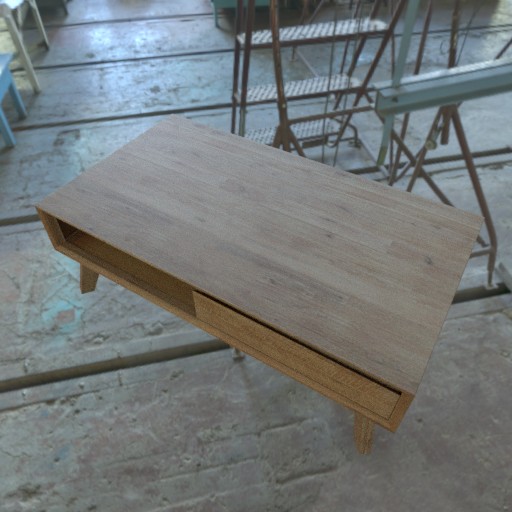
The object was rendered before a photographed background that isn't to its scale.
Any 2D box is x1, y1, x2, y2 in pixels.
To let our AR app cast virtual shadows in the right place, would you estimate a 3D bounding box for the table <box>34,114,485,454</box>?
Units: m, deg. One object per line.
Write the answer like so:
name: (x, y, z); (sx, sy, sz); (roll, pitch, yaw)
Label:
table: (0.000, 0.000, 2.011); (1.619, 0.531, 0.918); (24, 50, 21)
